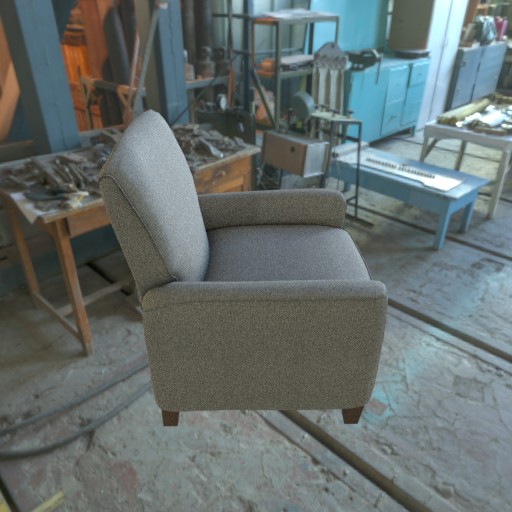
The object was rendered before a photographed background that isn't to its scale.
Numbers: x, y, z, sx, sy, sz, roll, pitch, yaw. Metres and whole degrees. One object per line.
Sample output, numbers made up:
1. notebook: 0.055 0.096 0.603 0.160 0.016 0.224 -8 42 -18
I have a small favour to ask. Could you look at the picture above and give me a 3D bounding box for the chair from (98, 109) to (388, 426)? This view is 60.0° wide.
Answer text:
1. chair: 0.000 0.000 1.693 0.864 1.014 0.848 0 31 -1
